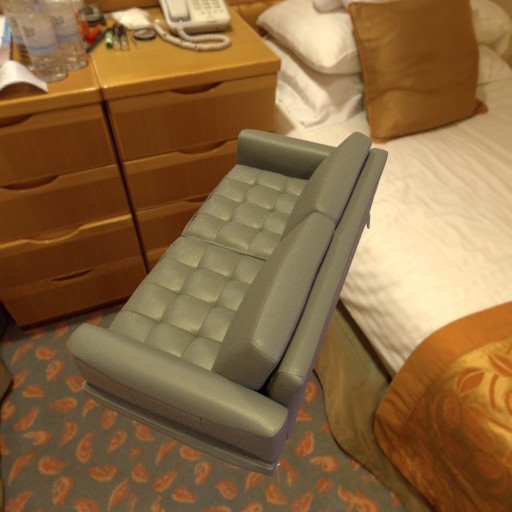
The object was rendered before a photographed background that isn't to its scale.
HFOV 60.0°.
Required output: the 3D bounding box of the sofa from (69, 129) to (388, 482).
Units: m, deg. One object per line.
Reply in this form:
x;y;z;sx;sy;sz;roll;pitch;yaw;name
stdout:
0.000;0.000;2.676;1.121;0.930;2.177;17;48;15;sofa
